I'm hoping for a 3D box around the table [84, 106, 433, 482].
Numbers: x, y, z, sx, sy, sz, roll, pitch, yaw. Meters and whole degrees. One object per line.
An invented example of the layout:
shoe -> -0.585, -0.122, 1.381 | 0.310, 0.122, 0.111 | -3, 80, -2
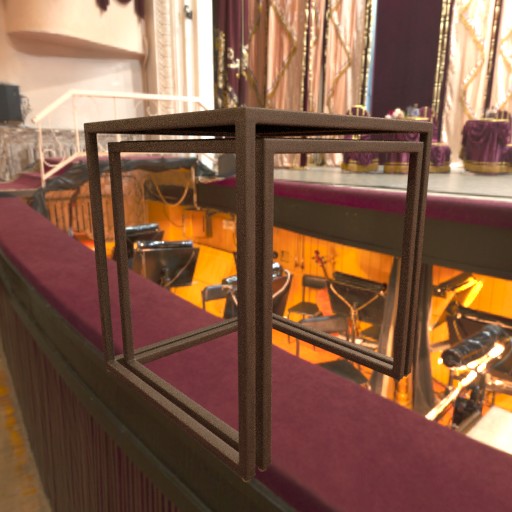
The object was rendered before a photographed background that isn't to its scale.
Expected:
table -> 0.000, 0.000, 0.859 | 0.450, 0.500, 0.449 | -12, 18, -41
